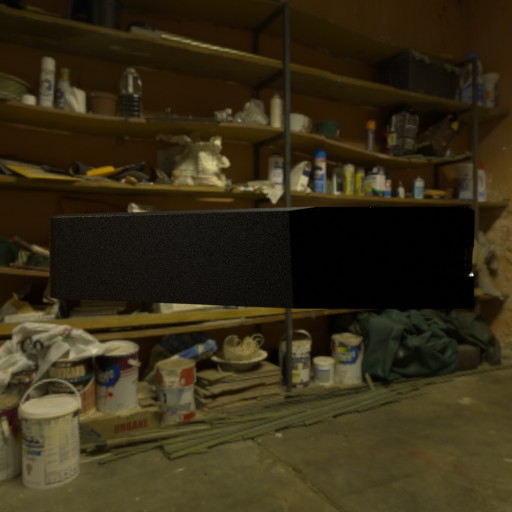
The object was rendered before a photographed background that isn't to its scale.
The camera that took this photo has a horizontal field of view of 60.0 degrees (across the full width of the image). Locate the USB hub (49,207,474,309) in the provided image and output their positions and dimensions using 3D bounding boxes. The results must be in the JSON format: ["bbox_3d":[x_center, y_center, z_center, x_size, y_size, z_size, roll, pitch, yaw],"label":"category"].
[{"bbox_3d":[0.000,0.000,0.126,0.110,0.023,0.044,0,1,18],"label":"USB hub"}]
